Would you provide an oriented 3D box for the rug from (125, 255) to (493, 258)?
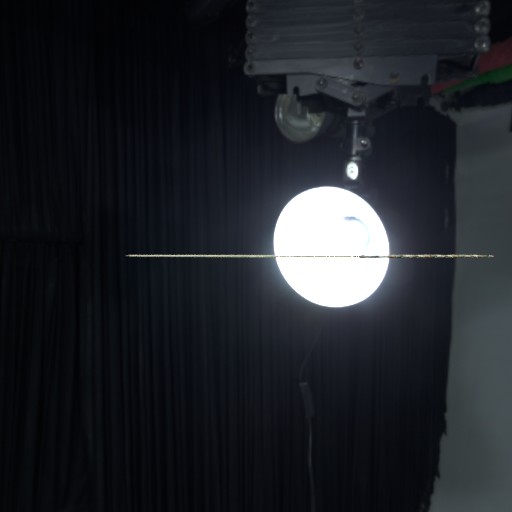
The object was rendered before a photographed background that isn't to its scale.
[{"bbox_3d":[0.000,0.000,2.663,0.769,0.013,2.440,0,0,-35],"label":"rug"}]
